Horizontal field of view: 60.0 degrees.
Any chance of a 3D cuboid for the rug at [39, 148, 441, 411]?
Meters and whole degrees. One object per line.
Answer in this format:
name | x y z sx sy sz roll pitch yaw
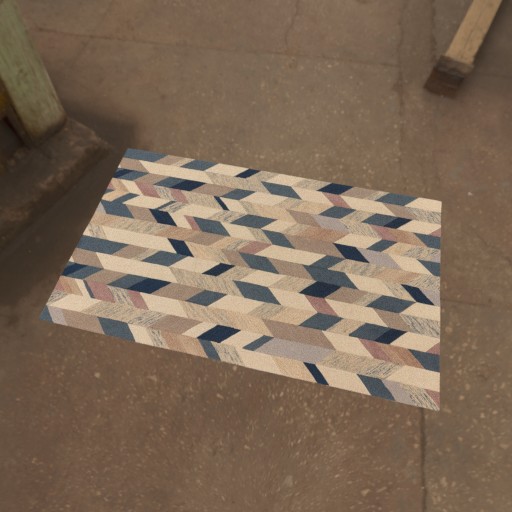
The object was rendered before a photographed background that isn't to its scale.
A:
rug | 0.000 0.000 2.977 2.423 0.008 1.513 11 59 7
